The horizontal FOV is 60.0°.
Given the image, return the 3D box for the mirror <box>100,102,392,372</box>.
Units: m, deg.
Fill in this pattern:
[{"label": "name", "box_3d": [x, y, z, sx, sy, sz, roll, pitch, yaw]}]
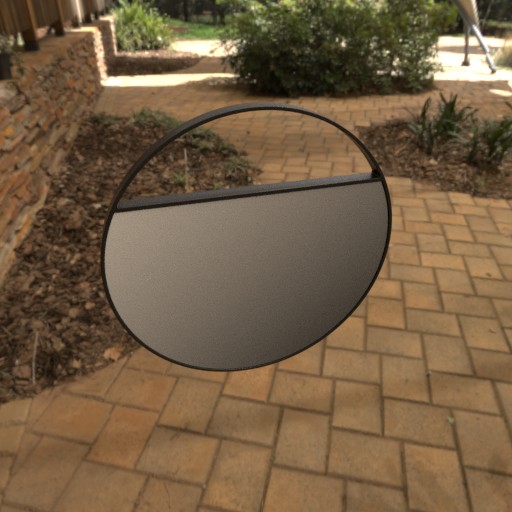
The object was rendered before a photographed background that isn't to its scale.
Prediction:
[{"label": "mirror", "box_3d": [0.000, 0.000, 0.853, 0.565, 0.565, 0.032, -9, 32, -14]}]
